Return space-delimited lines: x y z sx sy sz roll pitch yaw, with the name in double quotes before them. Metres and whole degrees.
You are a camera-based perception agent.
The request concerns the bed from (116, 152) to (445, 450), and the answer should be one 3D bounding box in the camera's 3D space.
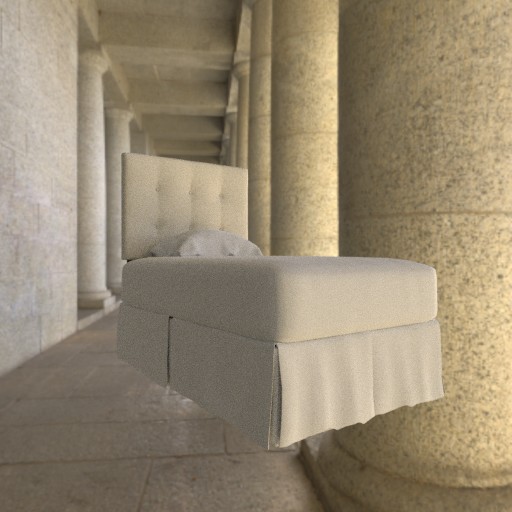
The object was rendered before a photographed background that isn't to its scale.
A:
"bed" 0.000 0.000 2.915 1.261 1.571 1.997 0 0 -36
